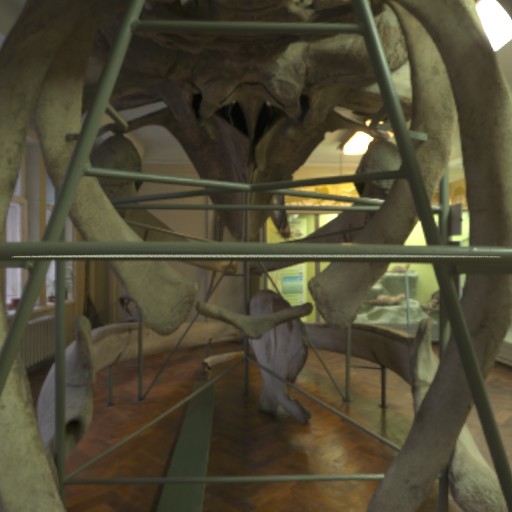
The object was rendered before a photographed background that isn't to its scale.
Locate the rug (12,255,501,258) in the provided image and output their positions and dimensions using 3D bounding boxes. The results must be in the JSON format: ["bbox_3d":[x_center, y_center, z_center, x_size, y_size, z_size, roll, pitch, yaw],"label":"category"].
[{"bbox_3d":[0.000,0.000,2.983,2.448,0.008,1.541,0,0,-1],"label":"rug"}]
